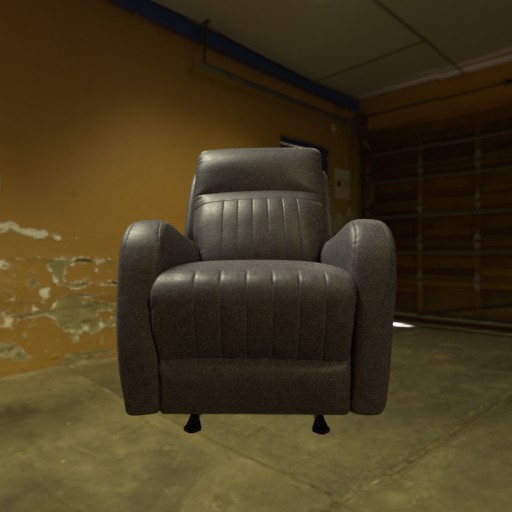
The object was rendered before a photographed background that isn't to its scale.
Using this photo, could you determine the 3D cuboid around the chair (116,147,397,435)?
[{"bbox_3d":[0.000,0.000,1.772,0.865,1.067,1.067,0,-1,1],"label":"chair"}]
